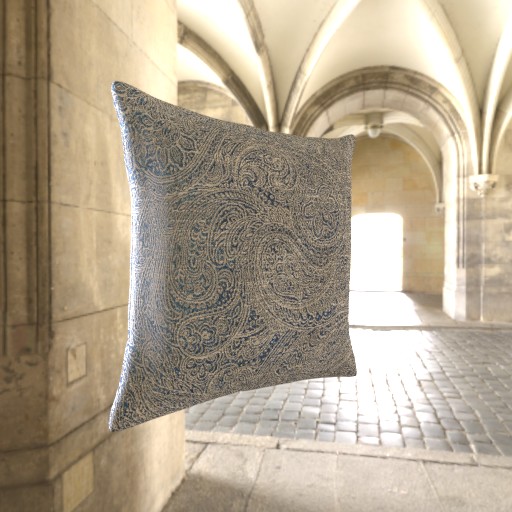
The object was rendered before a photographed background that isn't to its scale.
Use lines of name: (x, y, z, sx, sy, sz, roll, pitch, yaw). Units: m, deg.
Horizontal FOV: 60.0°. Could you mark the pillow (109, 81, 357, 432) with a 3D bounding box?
pillow: (0.000, 0.000, 0.786, 0.523, 0.510, 0.166, 0, 1, -36)
